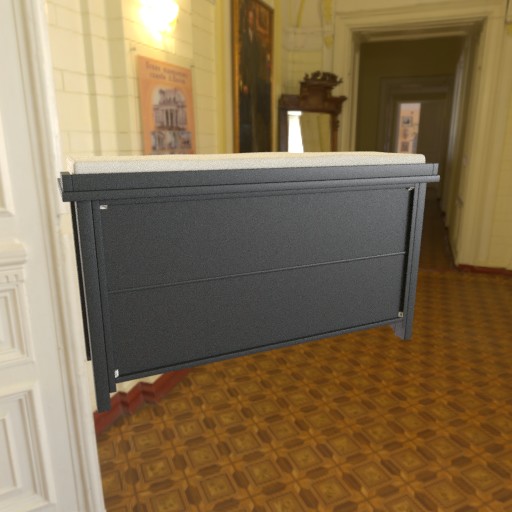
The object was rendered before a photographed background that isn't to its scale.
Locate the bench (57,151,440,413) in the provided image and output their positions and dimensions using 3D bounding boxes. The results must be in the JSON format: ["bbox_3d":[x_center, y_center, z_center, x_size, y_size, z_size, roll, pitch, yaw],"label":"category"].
[{"bbox_3d":[0.000,0.000,1.247,0.973,0.561,0.345,-7,16,-24],"label":"bench"}]
